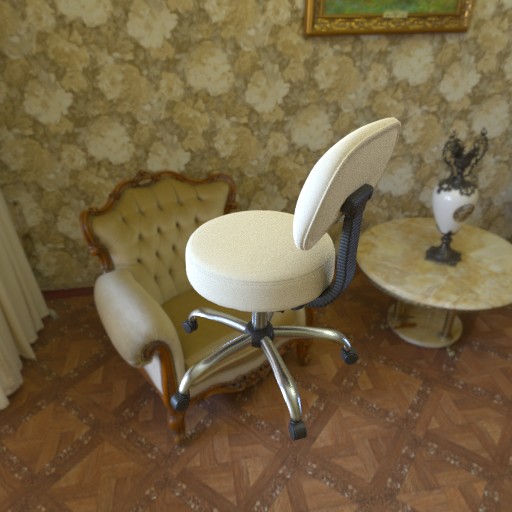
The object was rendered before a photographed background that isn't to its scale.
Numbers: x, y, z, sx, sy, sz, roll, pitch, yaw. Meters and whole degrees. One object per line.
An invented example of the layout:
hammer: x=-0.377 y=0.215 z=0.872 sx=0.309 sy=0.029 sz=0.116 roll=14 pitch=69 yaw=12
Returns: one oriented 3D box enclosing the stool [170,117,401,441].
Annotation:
stool: x=0.000 y=0.000 z=1.254 sx=0.616 sy=0.810 sz=0.609 roll=19 pitch=35 yaw=29
